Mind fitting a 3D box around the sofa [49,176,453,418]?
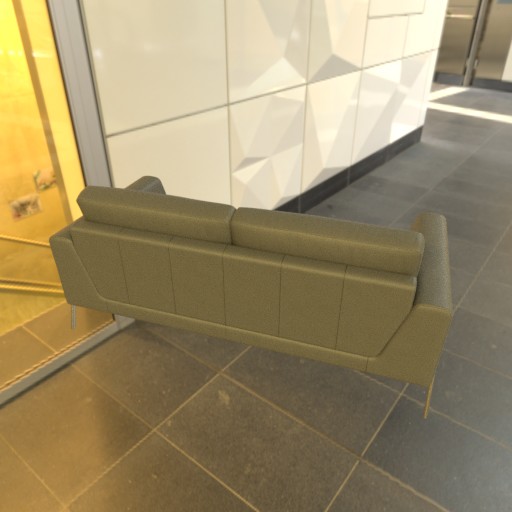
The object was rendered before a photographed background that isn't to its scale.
[{"bbox_3d":[0.000,0.000,2.521,2.017,0.875,0.953,10,32,16],"label":"sofa"}]
